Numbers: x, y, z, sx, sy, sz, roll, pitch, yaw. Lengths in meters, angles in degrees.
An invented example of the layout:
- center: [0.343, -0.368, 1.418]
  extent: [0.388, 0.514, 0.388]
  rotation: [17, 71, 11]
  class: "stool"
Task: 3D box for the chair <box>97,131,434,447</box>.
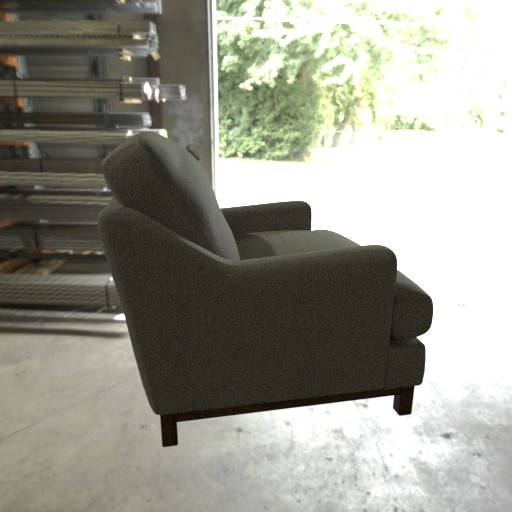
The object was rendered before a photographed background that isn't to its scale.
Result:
- center: [0.000, 0.000, 1.513]
  extent: [0.892, 0.821, 0.826]
  rotation: [-3, 17, -11]
  class: "chair"
